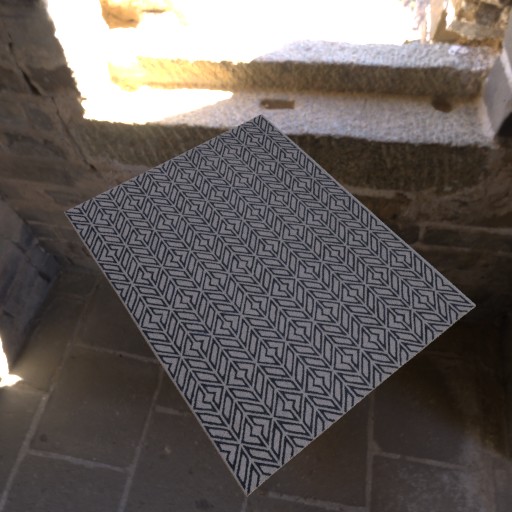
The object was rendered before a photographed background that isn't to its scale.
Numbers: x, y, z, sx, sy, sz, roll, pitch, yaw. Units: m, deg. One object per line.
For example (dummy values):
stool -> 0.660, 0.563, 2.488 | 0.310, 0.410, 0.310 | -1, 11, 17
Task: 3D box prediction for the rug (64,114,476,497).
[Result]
rug -> 0.000, 0.000, 4.055 | 2.421, 0.008, 3.045 | -32, 63, -19
